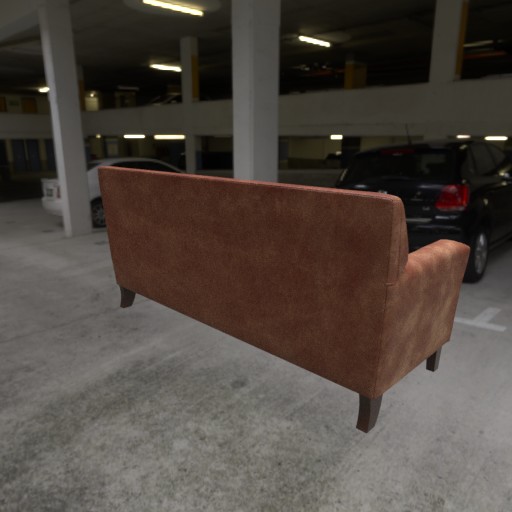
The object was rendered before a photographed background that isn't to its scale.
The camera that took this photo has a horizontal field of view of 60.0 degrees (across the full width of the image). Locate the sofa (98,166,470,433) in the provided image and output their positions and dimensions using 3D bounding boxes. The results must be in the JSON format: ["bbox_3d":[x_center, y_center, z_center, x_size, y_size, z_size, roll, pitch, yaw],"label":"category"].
[{"bbox_3d":[0.000,0.000,2.513,2.053,0.947,0.805,15,21,42],"label":"sofa"}]
